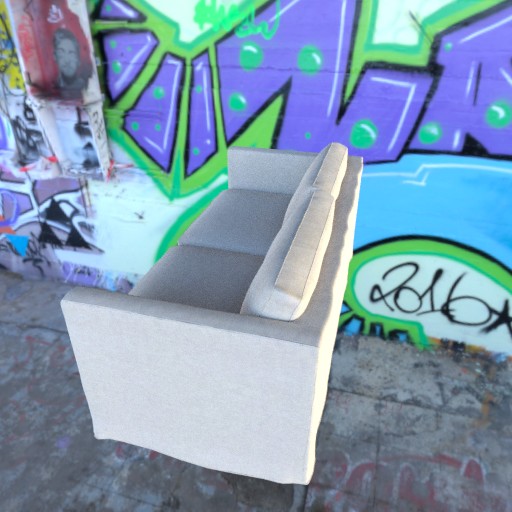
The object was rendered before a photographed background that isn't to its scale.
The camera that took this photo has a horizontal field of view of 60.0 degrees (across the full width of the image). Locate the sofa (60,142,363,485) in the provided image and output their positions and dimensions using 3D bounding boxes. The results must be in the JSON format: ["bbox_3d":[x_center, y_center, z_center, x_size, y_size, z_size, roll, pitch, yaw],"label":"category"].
[{"bbox_3d":[0.000,0.000,2.382,0.962,0.835,1.959,8,31,13],"label":"sofa"}]
